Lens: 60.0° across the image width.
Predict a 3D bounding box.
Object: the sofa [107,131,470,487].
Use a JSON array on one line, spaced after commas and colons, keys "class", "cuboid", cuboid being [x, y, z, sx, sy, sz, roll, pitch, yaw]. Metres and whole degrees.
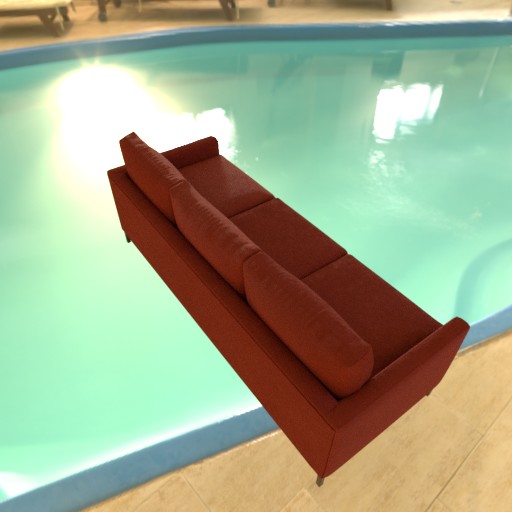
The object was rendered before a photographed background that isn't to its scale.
[{"class": "sofa", "cuboid": [0.000, 0.000, 2.617, 0.875, 0.879, 2.252, -26, 49, -25]}]
